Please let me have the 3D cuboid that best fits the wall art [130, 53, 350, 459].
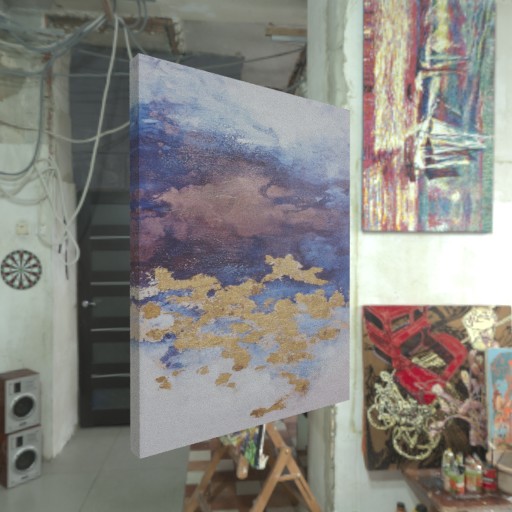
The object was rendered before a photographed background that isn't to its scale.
[{"bbox_3d":[0.000,0.000,0.774,0.437,0.581,0.036,0,1,-36],"label":"wall art"}]
